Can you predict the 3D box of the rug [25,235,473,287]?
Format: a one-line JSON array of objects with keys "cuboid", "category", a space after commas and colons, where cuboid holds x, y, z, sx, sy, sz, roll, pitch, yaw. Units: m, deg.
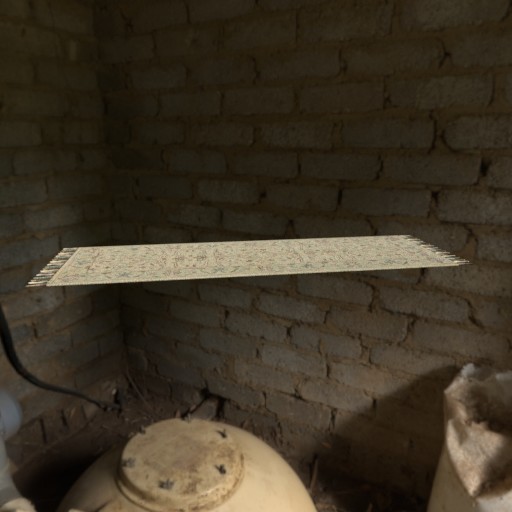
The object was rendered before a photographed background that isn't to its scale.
[{"cuboid": [0.000, 0.000, 2.740, 2.440, 0.013, 0.769, -2, 16, -9], "category": "rug"}]
